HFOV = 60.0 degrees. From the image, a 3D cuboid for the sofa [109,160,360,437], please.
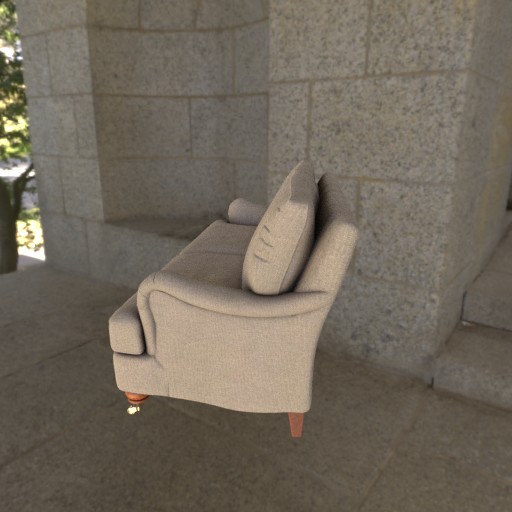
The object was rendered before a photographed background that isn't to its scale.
[{"bbox_3d":[0.000,0.000,2.858,1.069,1.096,2.193,2,16,7],"label":"sofa"}]
